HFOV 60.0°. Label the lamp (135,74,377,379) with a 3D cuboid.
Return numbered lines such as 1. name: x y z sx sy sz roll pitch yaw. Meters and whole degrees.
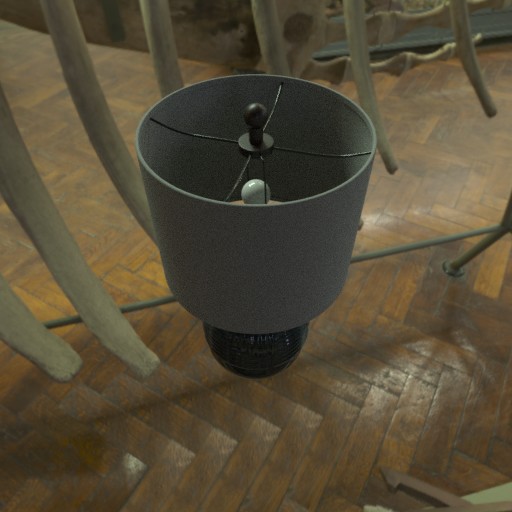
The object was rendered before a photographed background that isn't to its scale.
1. lamp: 0.000 0.000 0.772 0.318 0.567 0.318 0 47 0
